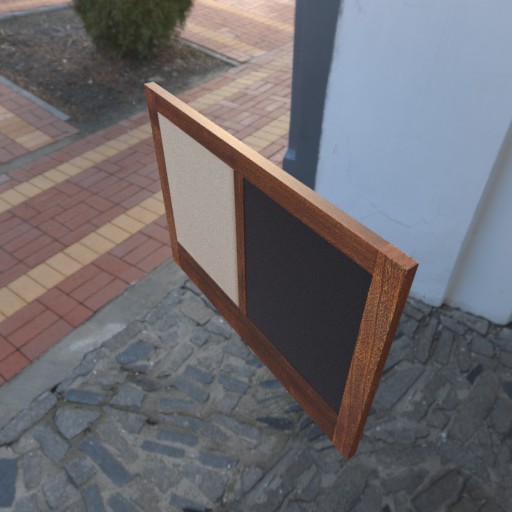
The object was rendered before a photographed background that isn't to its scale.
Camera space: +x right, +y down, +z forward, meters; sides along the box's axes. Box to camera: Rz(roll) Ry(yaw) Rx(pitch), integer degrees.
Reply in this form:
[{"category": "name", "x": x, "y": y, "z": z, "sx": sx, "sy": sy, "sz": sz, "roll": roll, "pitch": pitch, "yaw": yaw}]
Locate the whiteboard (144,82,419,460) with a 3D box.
[{"category": "whiteboard", "x": 0.000, "y": 0.000, "z": 0.995, "sx": 0.083, "sy": 0.553, "sz": 0.768, "roll": -26, "pitch": 48, "yaw": -26}]
